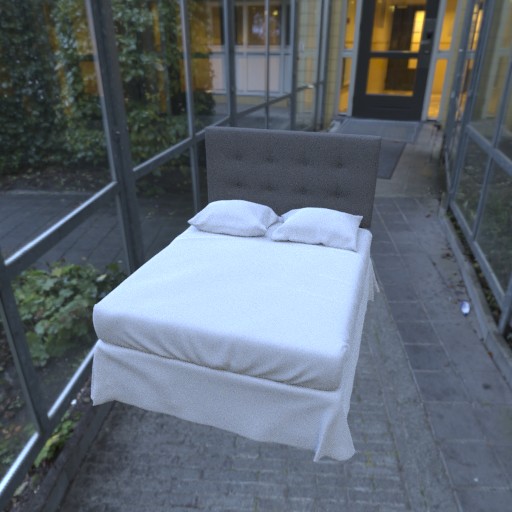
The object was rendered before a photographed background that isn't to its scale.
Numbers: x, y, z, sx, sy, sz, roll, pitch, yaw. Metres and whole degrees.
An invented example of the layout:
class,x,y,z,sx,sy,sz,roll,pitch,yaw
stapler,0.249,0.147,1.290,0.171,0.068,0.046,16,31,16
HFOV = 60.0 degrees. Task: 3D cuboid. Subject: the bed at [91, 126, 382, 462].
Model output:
class,x,y,z,sx,sy,sz,roll,pitch,yaw
bed,0.000,0.000,3.481,1.936,1.577,2.222,8,27,16
